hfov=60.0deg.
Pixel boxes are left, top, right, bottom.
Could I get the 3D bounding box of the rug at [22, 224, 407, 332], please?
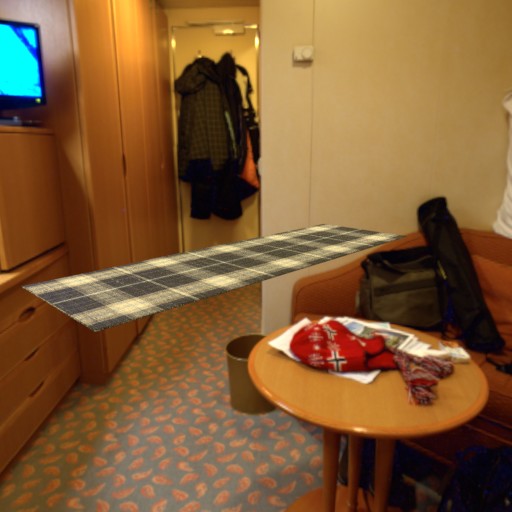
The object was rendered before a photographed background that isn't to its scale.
[{"bbox_3d":[0.000,0.000,2.706,0.760,0.012,2.434,13,19,43],"label":"rug"}]
